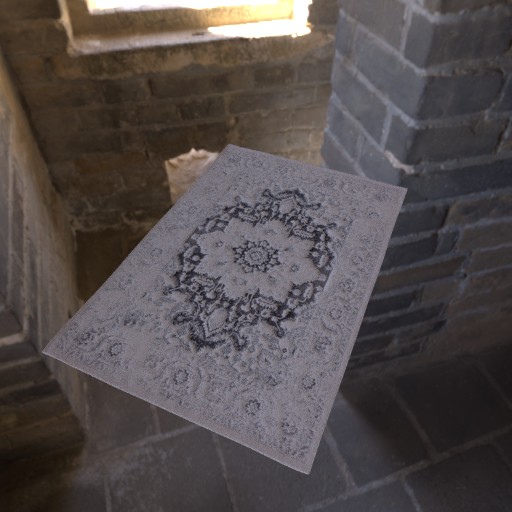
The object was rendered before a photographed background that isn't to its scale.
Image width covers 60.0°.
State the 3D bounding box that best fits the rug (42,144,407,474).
[{"bbox_3d":[0.000,0.000,2.311,1.223,0.008,1.813,18,49,17],"label":"rug"}]
